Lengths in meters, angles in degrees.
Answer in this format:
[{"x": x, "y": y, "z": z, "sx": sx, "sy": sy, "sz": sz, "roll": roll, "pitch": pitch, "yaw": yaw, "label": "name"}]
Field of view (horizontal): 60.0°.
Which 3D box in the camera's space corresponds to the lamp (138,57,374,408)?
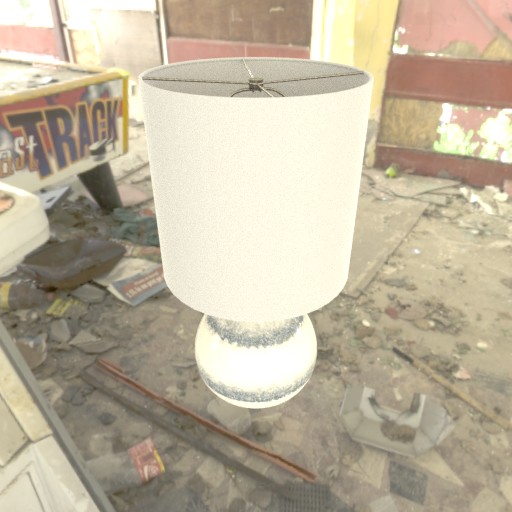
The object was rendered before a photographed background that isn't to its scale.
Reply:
[{"x": 0.000, "y": 0.000, "z": 0.523, "sx": 0.216, "sy": 0.404, "sz": 0.216, "roll": -22, "pitch": 38, "yaw": -32, "label": "lamp"}]
